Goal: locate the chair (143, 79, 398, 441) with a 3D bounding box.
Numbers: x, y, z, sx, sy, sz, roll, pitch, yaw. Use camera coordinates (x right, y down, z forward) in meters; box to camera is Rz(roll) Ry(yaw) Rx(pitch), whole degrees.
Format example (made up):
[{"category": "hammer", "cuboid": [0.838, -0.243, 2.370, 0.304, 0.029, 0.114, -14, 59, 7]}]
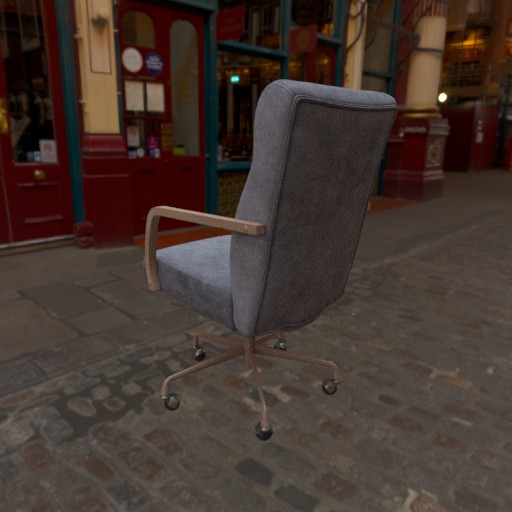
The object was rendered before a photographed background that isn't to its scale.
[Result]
[{"category": "chair", "cuboid": [0.000, 0.000, 1.492, 0.741, 1.029, 0.640, 14, 21, 42]}]
